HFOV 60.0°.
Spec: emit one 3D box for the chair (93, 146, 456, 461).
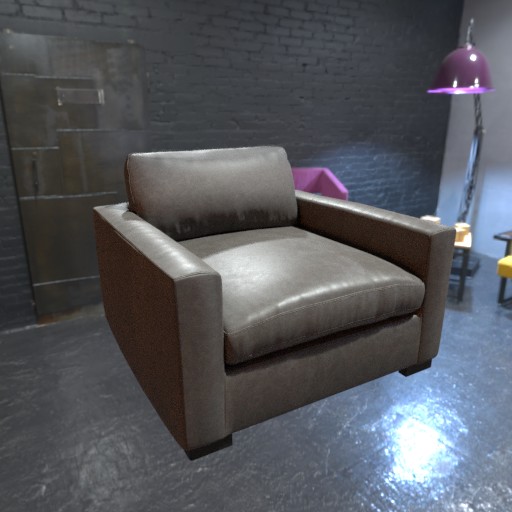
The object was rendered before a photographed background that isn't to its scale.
[{"bbox_3d":[0.000,0.000,1.796,1.106,0.807,1.080,-10,20,-28],"label":"chair"}]
